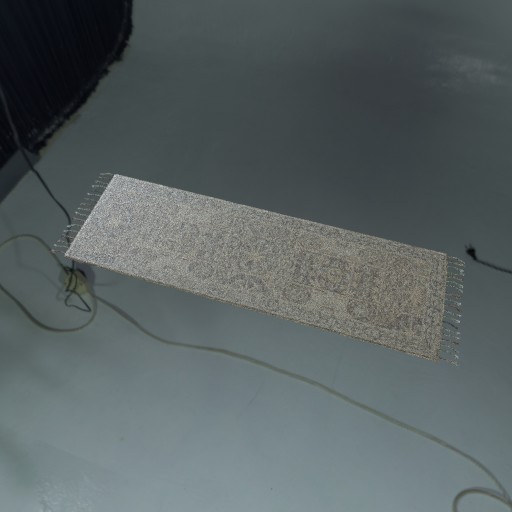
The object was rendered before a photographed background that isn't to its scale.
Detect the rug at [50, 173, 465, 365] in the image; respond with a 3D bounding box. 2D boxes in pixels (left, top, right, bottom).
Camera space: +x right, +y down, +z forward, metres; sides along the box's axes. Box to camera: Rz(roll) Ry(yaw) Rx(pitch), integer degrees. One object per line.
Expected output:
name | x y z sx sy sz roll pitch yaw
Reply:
rug | 0.000 0.000 2.945 2.664 0.011 0.762 15 59 9
